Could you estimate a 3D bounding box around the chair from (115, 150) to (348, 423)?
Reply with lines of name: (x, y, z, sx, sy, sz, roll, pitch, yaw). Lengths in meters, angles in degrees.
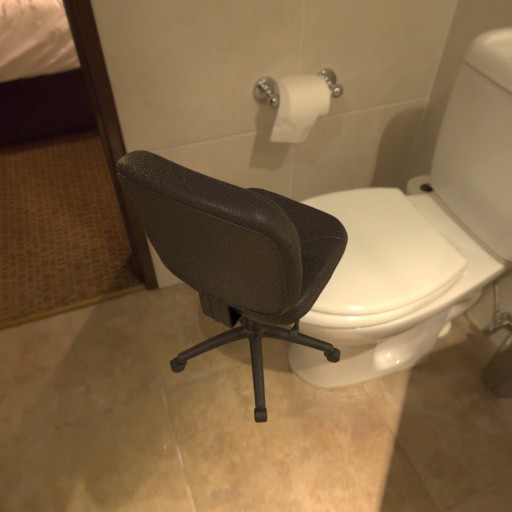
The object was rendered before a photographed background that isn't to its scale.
chair: (0.000, 0.000, 1.415, 0.647, 0.959, 0.646, 24, 51, 21)
